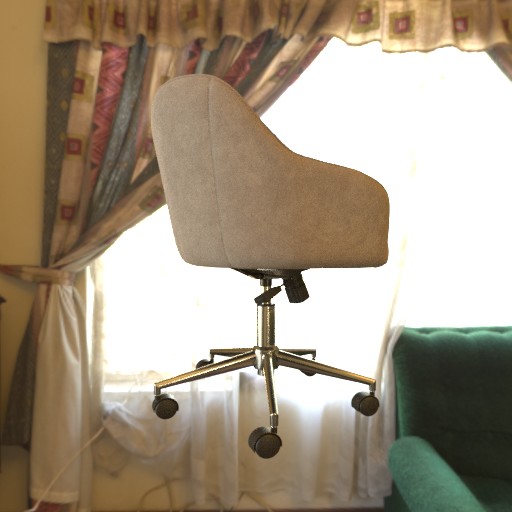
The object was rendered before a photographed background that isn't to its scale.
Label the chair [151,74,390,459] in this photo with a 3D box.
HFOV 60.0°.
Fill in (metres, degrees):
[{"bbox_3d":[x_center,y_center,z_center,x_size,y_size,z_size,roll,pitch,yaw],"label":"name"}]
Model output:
[{"bbox_3d":[0.000,0.000,1.237,0.573,0.831,0.635,-1,2,-18],"label":"chair"}]
